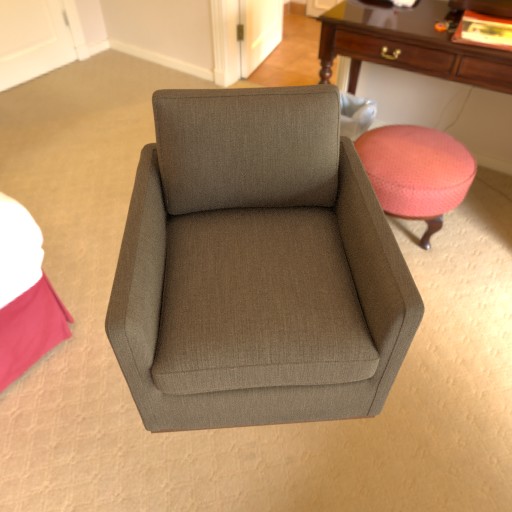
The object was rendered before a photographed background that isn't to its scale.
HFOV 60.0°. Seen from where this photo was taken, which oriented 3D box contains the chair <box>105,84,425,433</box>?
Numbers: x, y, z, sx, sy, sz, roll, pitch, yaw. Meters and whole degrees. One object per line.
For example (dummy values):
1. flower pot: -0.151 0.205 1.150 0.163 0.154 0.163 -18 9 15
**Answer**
1. chair: 0.000 0.000 1.428 0.763 0.811 0.834 -3 45 -3
